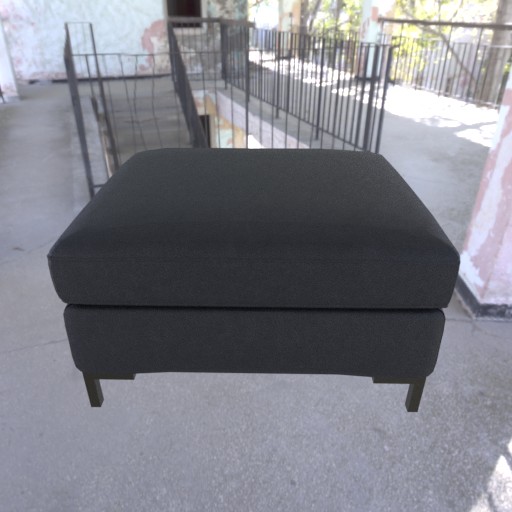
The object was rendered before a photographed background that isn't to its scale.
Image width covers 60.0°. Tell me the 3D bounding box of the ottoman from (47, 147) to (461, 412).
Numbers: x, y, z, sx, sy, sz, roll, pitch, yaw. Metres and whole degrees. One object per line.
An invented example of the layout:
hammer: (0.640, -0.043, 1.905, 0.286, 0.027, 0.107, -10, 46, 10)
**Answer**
ottoman: (0.000, 0.000, 1.773, 1.187, 0.696, 0.967, 1, 30, 1)
